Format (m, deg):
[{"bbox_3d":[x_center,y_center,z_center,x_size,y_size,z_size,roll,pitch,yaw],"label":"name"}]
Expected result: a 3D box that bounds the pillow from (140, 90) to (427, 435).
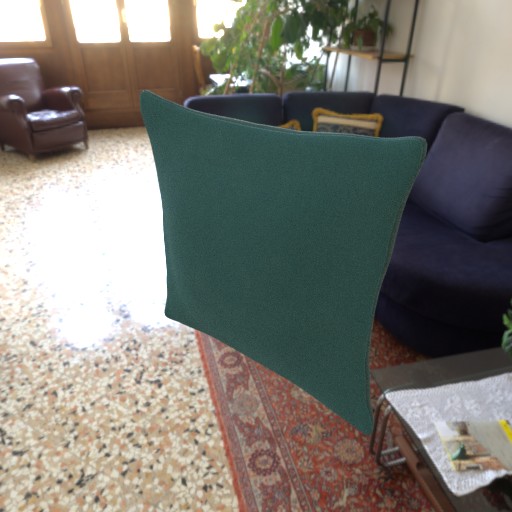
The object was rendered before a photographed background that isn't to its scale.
[{"bbox_3d":[0.000,0.000,0.642,0.433,0.415,0.151,22,36,33],"label":"pillow"}]
